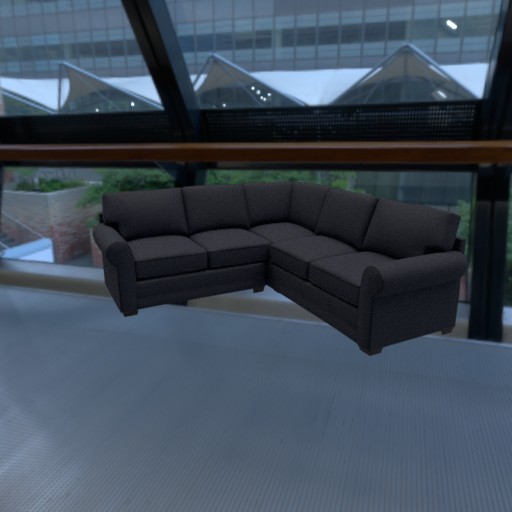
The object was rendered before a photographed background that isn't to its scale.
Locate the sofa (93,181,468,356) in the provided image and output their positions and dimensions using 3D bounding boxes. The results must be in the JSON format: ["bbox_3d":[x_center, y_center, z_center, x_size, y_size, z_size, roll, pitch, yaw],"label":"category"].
[{"bbox_3d":[0.000,0.000,4.000,2.487,1.042,2.562,-8,18,-26],"label":"sofa"}]
